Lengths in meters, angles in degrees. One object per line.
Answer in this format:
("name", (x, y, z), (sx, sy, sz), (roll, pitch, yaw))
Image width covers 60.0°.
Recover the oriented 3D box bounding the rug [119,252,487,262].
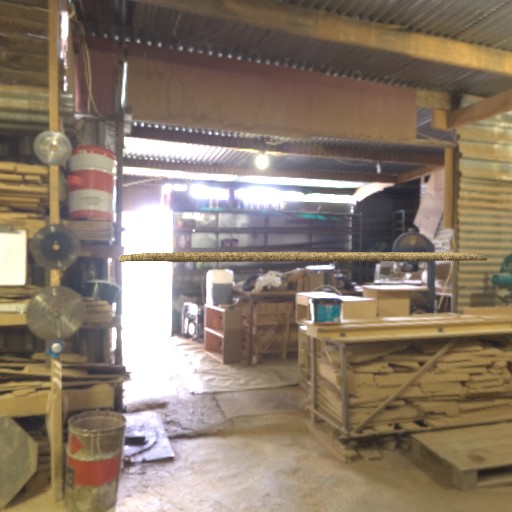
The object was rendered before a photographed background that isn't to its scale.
("rug", (0.000, 0.000, 3.788), (2.242, 0.050, 2.873), (0, 0, -17))
